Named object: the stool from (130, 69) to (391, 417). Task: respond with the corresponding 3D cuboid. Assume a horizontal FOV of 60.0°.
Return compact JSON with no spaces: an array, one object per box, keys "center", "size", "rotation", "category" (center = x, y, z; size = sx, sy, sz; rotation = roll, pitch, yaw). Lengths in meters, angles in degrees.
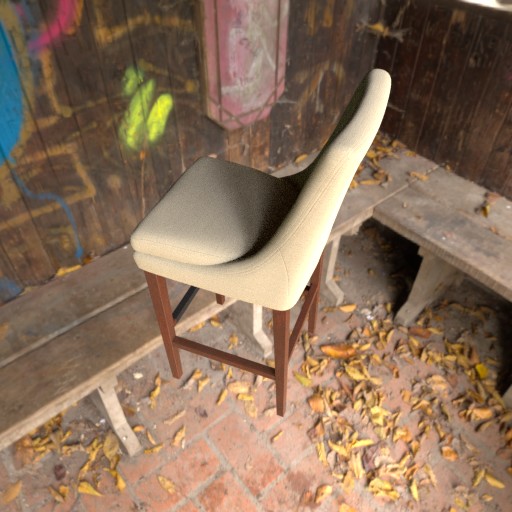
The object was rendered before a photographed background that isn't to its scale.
[{"center":[0.000,0.000,1.374],"size":[0.577,1.078,0.470],"rotation":[15,46,15],"category":"stool"}]
